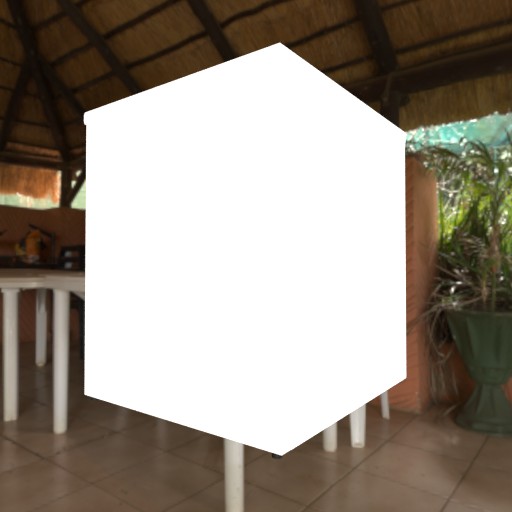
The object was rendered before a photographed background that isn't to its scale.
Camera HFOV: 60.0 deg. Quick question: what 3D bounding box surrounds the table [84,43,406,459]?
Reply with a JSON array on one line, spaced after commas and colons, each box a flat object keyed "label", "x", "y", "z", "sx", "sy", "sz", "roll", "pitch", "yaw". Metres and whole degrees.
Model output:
[{"label": "table", "x": 0.000, "y": 0.000, "z": 0.766, "sx": 0.380, "sy": 0.460, "sz": 0.420, "roll": -1, "pitch": -1, "yaw": 37}]
